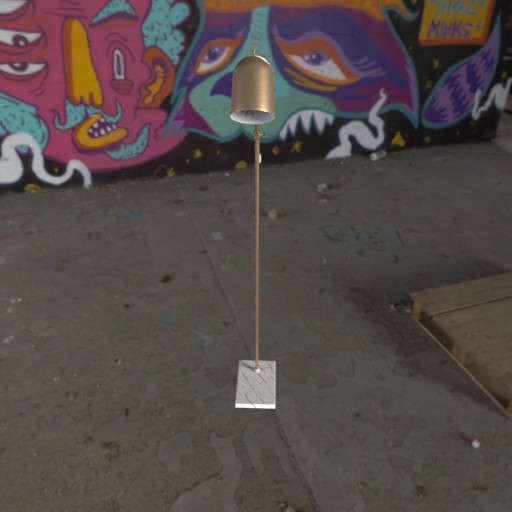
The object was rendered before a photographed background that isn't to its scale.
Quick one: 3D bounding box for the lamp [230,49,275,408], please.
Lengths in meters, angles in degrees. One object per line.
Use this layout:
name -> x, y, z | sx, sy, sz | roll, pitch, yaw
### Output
lamp -> 0.000, 0.000, 1.833 | 0.194, 1.594, 0.653 | 1, 31, 2
